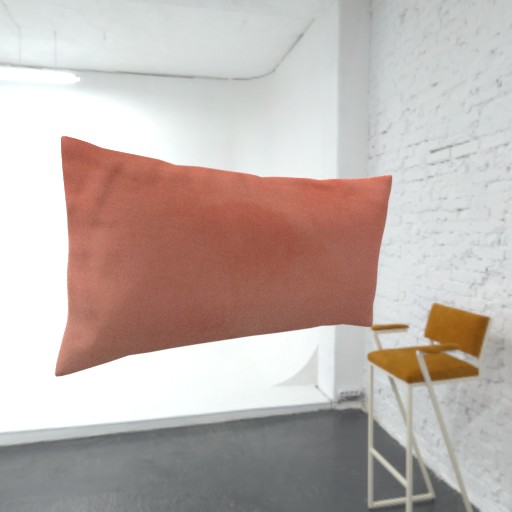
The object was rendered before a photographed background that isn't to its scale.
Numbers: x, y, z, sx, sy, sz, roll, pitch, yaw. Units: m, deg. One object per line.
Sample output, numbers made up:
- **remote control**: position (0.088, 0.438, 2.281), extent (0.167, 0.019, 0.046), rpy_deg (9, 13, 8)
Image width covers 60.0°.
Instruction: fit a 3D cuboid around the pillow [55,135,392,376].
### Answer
- **pillow**: position (0.000, 0.000, 0.728), extent (0.608, 0.307, 0.155), rpy_deg (-1, 3, -34)
